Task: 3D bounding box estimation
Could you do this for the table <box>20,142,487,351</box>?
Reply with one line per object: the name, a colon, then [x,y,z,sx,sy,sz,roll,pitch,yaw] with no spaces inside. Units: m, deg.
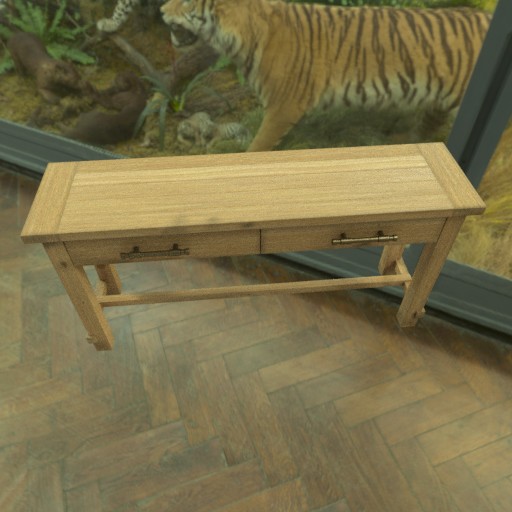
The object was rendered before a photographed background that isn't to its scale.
table: [0.000,0.000,1.916,1.599,0.762,0.442,-4,47,-4]
